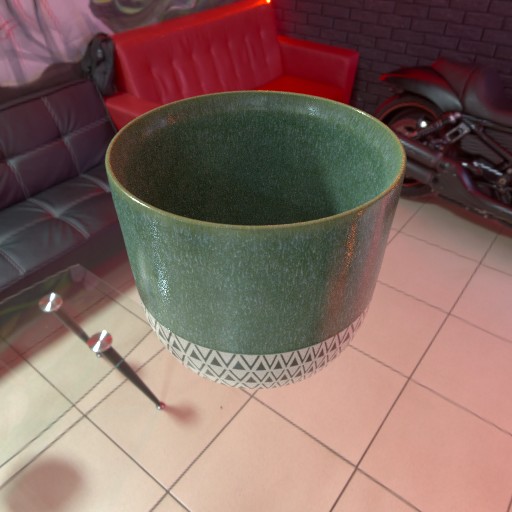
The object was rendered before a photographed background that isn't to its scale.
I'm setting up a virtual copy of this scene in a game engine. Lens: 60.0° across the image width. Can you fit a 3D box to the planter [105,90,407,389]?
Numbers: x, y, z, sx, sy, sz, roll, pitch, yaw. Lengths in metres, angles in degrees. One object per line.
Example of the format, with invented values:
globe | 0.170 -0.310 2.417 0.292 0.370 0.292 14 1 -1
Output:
planter | 0.000 0.000 0.488 0.266 0.270 0.266 0 40 0
